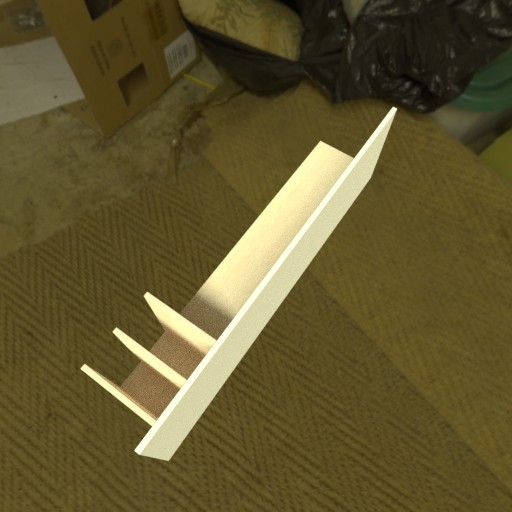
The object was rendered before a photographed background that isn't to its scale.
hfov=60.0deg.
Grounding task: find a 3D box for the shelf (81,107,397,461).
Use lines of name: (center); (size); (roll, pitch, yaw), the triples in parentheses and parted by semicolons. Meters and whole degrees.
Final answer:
shelf: (0.000, 0.000, 1.144); (0.200, 0.300, 1.020); (32, 68, 15)
